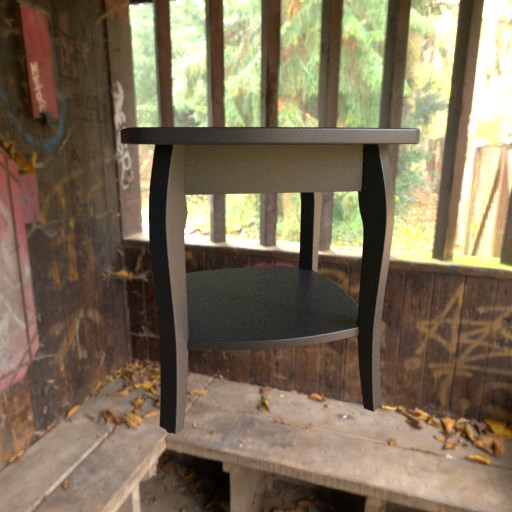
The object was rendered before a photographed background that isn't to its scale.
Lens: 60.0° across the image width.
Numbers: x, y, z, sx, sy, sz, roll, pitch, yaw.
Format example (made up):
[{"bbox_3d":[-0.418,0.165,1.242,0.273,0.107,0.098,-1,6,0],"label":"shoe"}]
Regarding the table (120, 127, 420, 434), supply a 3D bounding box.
[{"bbox_3d":[0.000,0.000,0.843,0.457,0.457,0.508,-3,15,-10],"label":"table"}]
